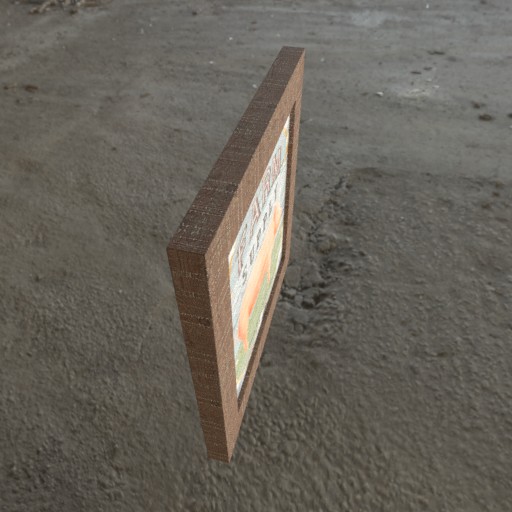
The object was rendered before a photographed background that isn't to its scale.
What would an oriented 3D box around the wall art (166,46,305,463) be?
[{"bbox_3d":[0.000,0.000,0.791,0.040,0.531,0.531,11,46,10],"label":"wall art"}]
